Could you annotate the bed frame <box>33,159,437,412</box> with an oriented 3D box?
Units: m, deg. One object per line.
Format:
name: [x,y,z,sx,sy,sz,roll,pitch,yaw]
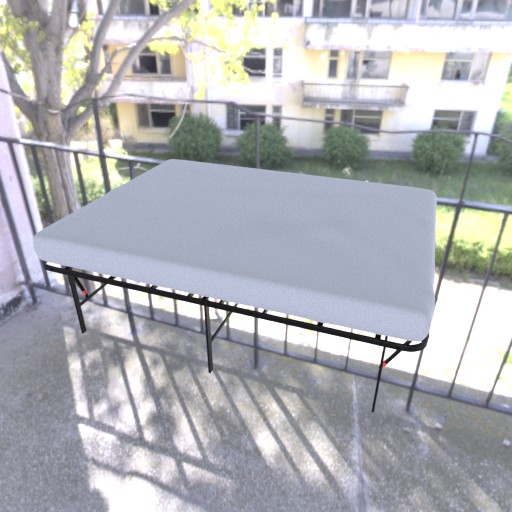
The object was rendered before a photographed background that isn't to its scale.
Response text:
bed frame: [0.000,0.000,2.588,1.905,0.637,1.372,10,31,18]
